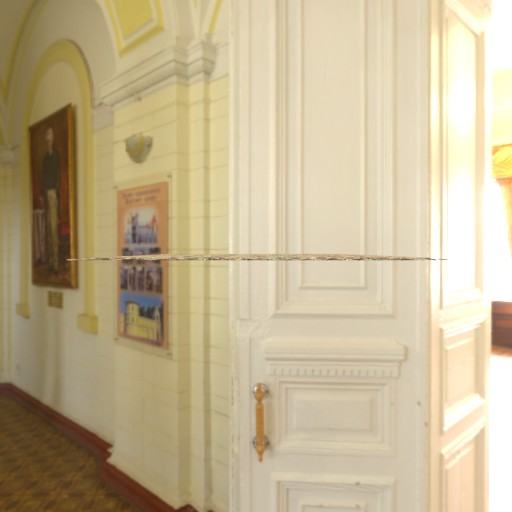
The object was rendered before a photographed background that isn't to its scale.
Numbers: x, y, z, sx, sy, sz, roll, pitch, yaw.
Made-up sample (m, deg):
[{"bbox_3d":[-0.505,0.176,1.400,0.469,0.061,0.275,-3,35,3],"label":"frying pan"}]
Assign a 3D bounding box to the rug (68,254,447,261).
[{"bbox_3d":[0.000,0.000,2.320,1.219,0.010,1.829,0,1,0],"label":"rug"}]
